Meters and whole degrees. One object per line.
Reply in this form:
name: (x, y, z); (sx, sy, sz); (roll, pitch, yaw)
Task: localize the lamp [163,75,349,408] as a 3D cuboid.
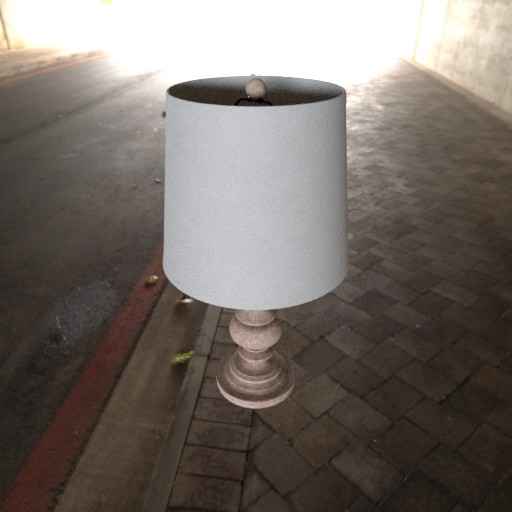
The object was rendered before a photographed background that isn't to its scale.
lamp: (0.000, 0.000, 0.661); (0.273, 0.497, 0.273); (0, 30, 0)
